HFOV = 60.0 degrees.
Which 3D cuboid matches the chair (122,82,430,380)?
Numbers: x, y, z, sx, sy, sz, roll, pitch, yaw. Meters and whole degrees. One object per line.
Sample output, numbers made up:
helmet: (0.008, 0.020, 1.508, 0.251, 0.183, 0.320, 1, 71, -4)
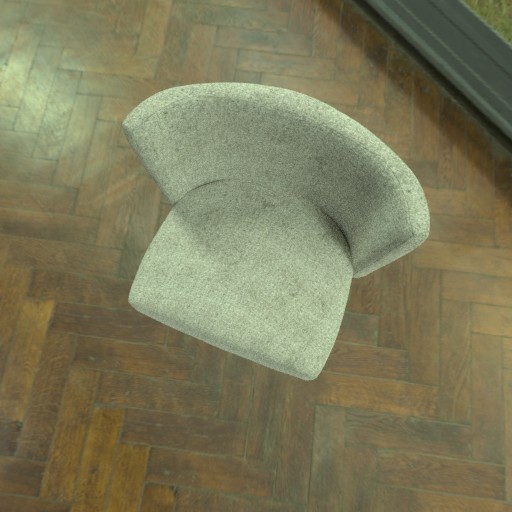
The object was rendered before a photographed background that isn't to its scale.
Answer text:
chair: (0.000, 0.000, 1.316, 0.728, 0.827, 0.575, 21, 75, 6)
